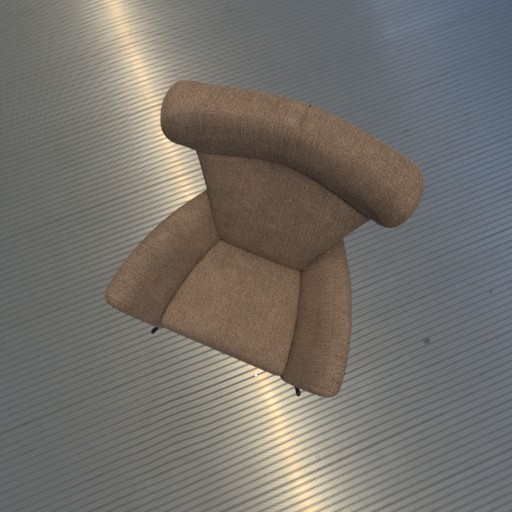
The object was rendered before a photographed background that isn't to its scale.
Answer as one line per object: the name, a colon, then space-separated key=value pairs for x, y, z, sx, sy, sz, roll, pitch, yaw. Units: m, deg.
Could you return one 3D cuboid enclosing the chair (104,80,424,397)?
chair: x=0.000 y=0.000 z=1.815 sx=0.980 sy=1.040 sz=0.900 roll=22 pitch=76 yaw=6
